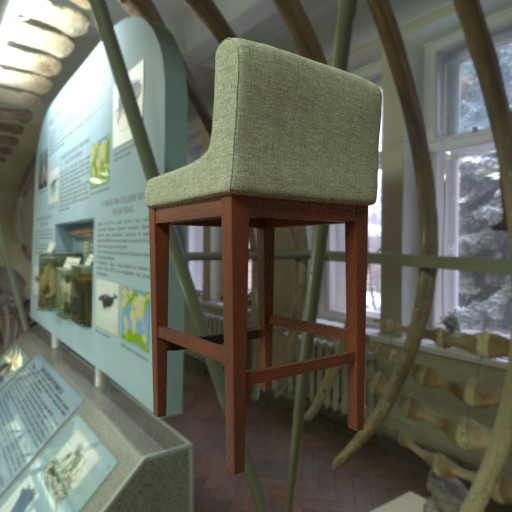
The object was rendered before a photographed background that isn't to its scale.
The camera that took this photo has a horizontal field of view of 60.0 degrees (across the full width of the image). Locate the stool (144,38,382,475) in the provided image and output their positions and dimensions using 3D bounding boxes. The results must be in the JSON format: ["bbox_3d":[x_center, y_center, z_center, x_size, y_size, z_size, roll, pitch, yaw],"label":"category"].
[{"bbox_3d":[0.000,0.000,1.104,0.417,0.835,0.459,-1,1,-36],"label":"stool"}]
